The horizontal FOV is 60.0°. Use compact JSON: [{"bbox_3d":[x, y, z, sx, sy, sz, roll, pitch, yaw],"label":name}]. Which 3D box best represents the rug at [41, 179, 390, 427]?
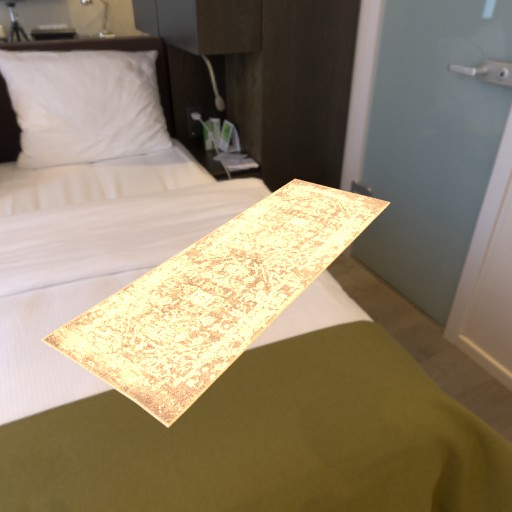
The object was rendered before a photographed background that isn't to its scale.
[{"bbox_3d":[0.000,0.000,2.774,0.855,0.017,2.452,20,37,28],"label":"rug"}]
